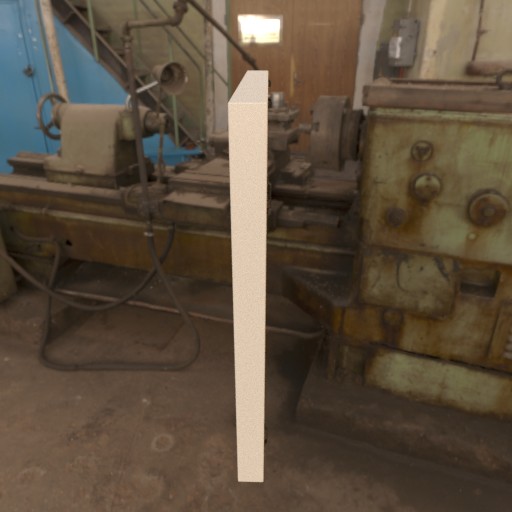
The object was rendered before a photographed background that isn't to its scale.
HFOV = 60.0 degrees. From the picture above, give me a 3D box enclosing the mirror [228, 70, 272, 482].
[{"bbox_3d":[0.000,0.000,0.692,0.041,0.509,0.406,1,26,1],"label":"mirror"}]
